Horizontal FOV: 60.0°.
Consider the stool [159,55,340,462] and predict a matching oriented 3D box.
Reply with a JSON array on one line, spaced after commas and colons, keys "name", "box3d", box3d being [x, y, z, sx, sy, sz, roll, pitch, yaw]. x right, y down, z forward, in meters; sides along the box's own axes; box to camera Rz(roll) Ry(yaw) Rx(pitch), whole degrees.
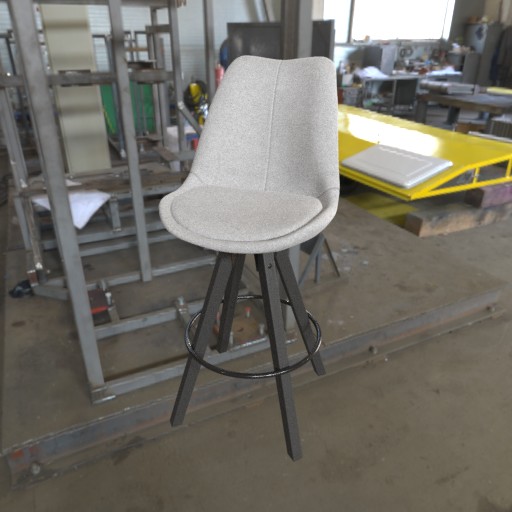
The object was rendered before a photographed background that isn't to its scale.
[{"name": "stool", "box3d": [0.000, 0.000, 1.378, 0.485, 1.115, 0.550, 9, 28, 17]}]
